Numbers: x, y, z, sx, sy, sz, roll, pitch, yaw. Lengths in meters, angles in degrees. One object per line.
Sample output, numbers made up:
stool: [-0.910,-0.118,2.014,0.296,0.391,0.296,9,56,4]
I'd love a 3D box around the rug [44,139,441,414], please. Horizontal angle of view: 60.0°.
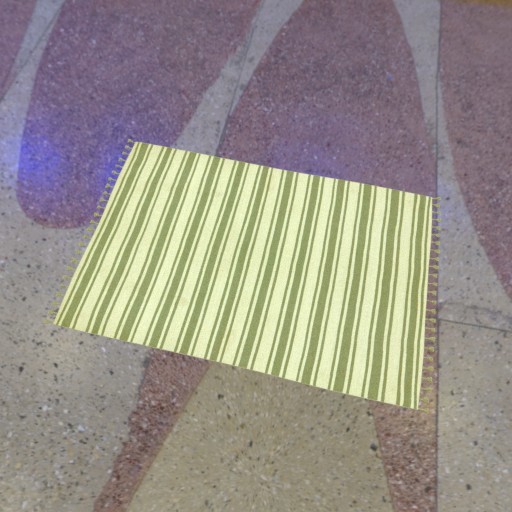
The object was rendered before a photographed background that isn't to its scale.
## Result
rug: [0.000,0.000,3.017,2.435,0.018,1.540,12,64,6]
